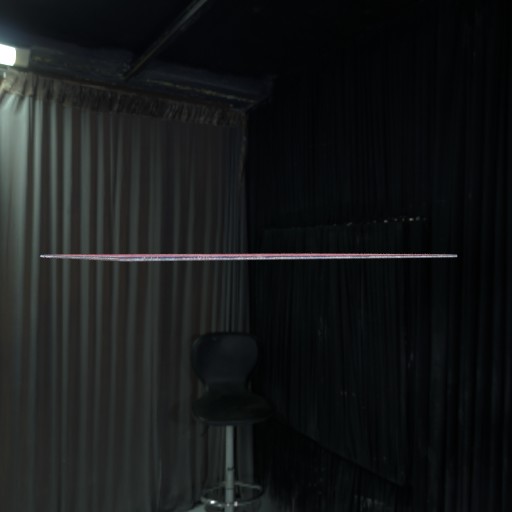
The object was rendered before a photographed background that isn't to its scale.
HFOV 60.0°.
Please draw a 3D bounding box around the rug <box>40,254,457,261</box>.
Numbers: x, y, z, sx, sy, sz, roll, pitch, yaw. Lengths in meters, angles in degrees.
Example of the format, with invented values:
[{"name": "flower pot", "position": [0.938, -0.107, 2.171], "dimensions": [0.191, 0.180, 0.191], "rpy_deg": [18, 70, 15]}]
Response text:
[{"name": "rug", "position": [0.000, 0.000, 3.059], "dimensions": [2.449, 0.018, 1.539], "rpy_deg": [0, 1, -36]}]
